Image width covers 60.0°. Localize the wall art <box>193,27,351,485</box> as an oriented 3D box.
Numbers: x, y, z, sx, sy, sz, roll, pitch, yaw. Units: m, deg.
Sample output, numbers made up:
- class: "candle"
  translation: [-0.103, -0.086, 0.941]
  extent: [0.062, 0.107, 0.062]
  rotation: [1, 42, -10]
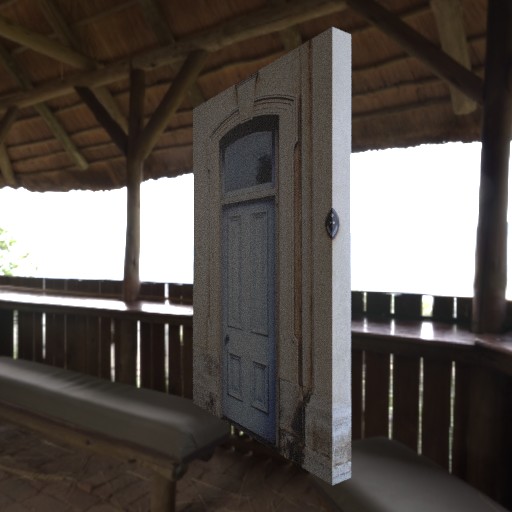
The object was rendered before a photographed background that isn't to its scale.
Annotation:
- class: "wall art"
  translation: [0.000, 0.000, 0.762]
  extent: [0.036, 0.607, 0.403]
  rotation: [0, 0, -35]
